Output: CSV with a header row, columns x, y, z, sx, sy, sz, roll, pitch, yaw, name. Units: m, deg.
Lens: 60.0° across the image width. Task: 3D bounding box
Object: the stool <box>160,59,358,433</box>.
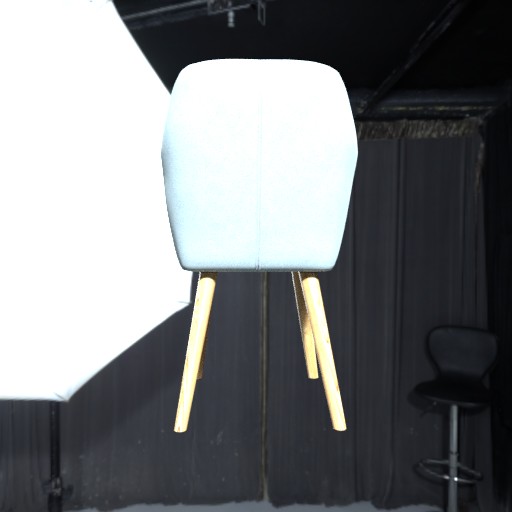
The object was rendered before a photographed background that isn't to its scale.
x,y,z,sx,sy,sz,roll,pitch,yaw,name
0.000,0.000,1.220,0.503,0.830,0.590,0,0,-2,stool
